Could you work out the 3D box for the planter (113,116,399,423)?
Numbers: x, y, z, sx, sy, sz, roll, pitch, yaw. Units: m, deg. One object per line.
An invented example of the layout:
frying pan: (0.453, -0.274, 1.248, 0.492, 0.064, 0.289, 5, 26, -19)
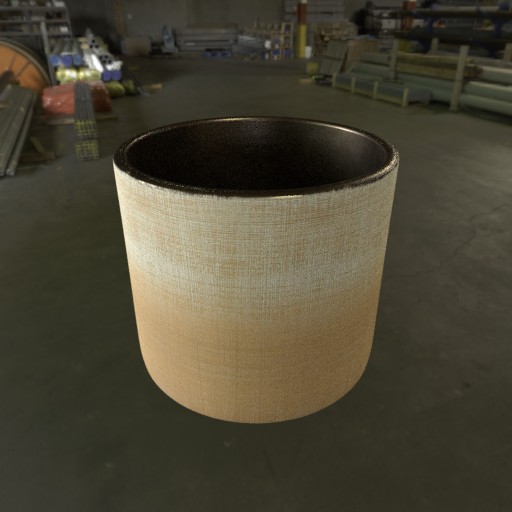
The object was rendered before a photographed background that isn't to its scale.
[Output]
planter: (0.000, 0.000, 0.396, 0.221, 0.201, 0.221, 0, 29, 0)
